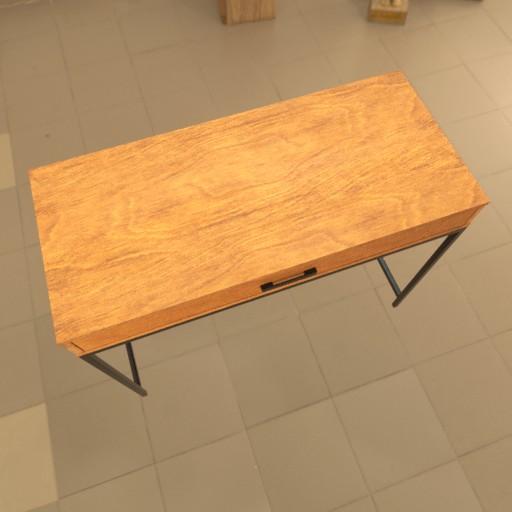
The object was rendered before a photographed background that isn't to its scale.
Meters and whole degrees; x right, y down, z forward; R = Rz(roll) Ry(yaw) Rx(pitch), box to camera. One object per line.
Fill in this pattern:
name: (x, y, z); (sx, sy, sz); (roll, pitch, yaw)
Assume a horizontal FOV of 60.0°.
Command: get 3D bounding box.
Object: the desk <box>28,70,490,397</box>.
desk: (0.000, 0.000, 1.406); (1.016, 0.762, 0.470); (-18, 66, -8)
